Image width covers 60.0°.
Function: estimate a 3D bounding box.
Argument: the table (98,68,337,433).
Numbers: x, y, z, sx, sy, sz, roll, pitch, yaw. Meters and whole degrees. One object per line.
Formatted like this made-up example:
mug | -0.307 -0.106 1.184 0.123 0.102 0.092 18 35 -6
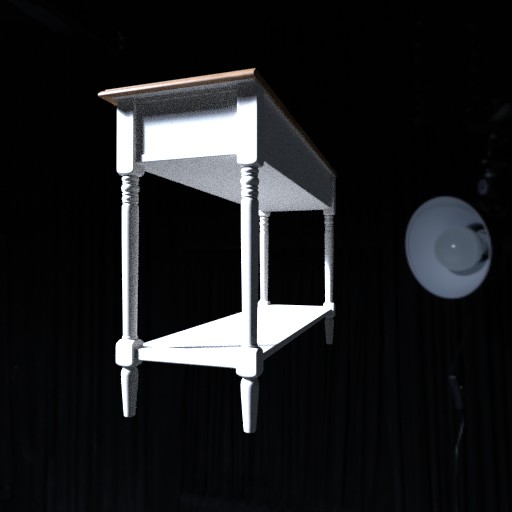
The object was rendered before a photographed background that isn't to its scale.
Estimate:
table | 0.000 0.000 1.586 0.399 0.800 1.219 0 -1 19
